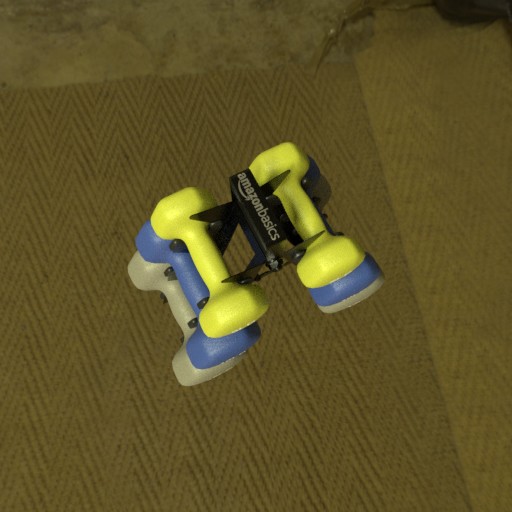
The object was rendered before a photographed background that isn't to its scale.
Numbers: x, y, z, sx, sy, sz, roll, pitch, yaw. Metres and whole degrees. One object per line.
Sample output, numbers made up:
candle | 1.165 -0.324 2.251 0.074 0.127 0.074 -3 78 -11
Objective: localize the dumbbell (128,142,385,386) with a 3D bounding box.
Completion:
dumbbell | 0.000 0.000 0.689 0.416 0.426 0.261 -26 77 -7
